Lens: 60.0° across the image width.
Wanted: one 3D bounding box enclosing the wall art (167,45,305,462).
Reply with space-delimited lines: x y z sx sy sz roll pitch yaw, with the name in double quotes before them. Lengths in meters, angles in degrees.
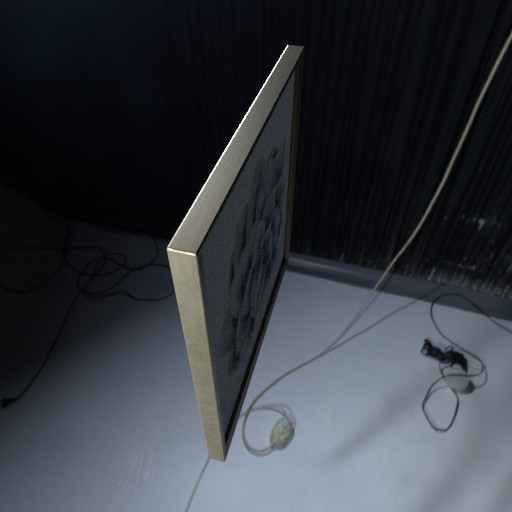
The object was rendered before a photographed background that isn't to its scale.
"wall art" 0.000 0.000 0.749 0.030 0.506 0.503 11 47 11
